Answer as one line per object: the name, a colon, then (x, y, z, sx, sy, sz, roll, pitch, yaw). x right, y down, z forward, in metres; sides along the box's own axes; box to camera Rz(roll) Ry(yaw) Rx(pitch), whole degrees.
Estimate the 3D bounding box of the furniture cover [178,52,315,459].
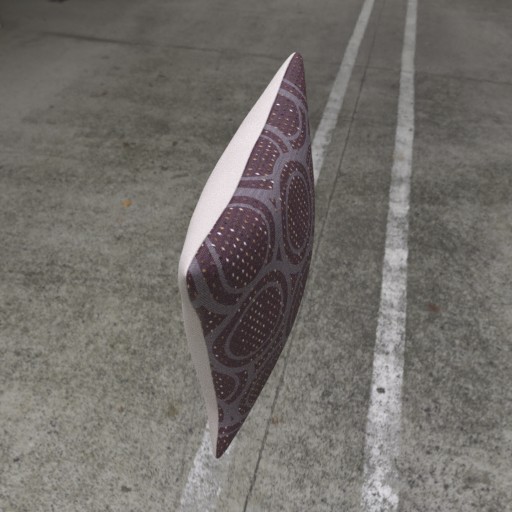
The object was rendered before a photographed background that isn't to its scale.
furniture cover: (0.000, 0.000, 0.797, 0.193, 0.509, 0.552, 11, 48, 10)
